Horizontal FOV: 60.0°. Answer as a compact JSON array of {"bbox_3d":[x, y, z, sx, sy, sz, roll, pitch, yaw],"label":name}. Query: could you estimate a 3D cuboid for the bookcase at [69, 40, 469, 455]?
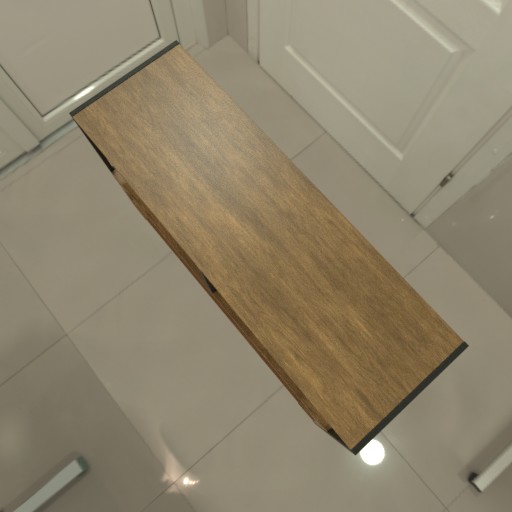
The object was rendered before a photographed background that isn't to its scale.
[{"bbox_3d":[0.000,0.000,1.488,0.391,0.712,1.149,-39,78,-10],"label":"bookcase"}]
